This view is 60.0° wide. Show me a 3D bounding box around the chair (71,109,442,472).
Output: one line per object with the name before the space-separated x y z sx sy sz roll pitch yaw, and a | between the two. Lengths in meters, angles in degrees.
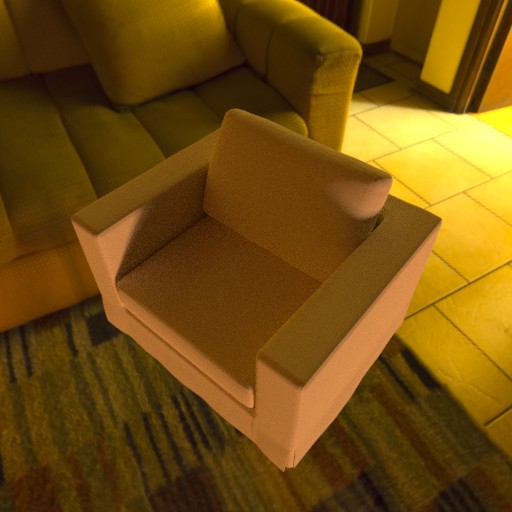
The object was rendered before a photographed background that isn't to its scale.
chair | 0.000 0.000 1.852 1.150 0.878 0.957 32 54 26
